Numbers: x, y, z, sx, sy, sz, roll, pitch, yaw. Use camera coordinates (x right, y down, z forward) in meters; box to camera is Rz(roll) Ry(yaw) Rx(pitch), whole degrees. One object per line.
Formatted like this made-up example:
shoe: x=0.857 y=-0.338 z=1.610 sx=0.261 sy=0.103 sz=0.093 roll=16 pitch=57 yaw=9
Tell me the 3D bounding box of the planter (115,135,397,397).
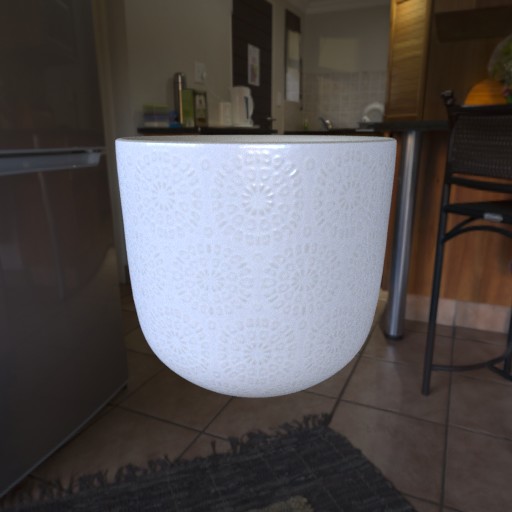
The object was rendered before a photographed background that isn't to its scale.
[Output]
planter: x=0.000 y=0.000 z=0.368 sx=0.208 sy=0.190 sz=0.208 roll=0 pitch=16 yaw=0
